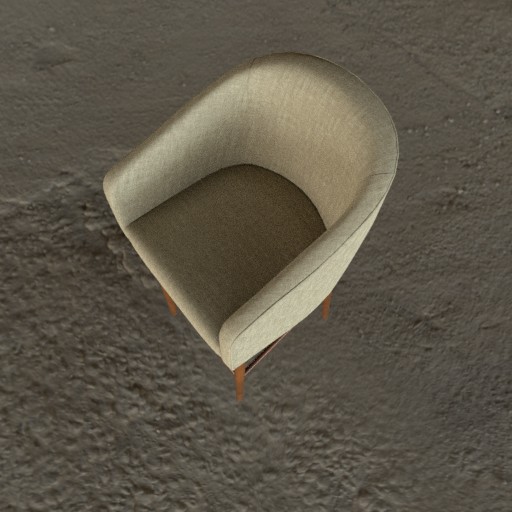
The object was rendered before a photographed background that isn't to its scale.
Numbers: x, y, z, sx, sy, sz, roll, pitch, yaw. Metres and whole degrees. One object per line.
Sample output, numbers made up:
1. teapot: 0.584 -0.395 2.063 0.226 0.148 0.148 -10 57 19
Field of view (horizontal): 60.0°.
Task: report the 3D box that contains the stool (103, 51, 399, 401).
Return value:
1. stool: 0.000 0.000 1.414 0.607 1.078 0.559 -35 67 -17
